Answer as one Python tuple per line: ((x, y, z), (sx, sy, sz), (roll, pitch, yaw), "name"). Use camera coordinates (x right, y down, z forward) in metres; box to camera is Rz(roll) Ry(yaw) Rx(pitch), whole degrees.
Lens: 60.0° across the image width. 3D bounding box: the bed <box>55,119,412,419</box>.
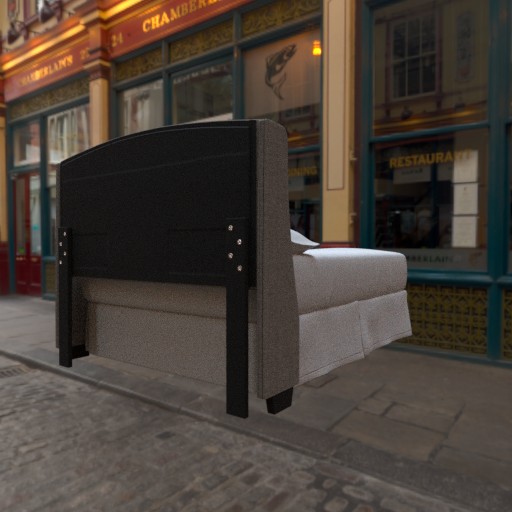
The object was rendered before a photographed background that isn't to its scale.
((0.000, 0.000, 3.314), (1.710, 1.407, 2.237), (1, 1, 36), "bed")
